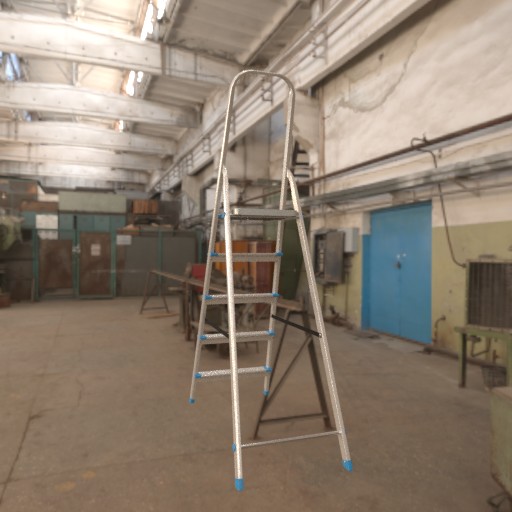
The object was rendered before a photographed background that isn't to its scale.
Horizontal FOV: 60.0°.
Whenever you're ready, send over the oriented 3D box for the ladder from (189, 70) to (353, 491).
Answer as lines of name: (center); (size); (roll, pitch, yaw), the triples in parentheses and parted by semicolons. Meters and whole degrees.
ladder: (0.000, 0.000, 2.099); (0.468, 1.648, 0.990); (0, 1, -18)
